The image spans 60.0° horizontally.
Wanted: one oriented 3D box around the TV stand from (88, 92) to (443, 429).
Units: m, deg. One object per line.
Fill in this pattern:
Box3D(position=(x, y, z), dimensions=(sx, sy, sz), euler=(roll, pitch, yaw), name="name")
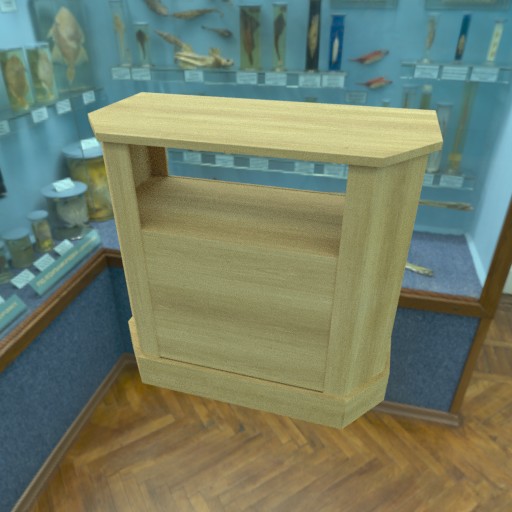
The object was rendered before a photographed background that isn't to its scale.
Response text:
Box3D(position=(0.000, 0.000, 1.282), dimensions=(0.851, 0.781, 0.425), euler=(8, 32, 14), name="TV stand")
